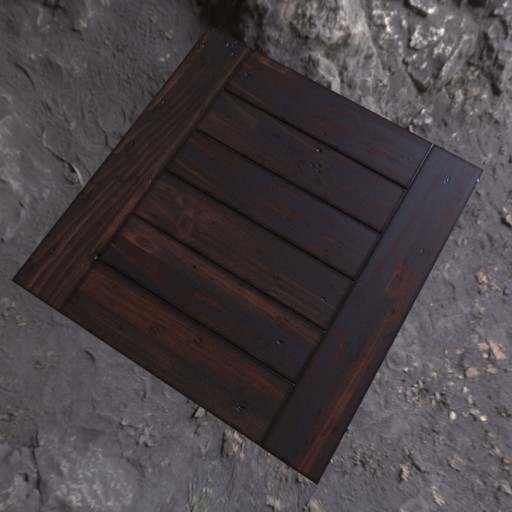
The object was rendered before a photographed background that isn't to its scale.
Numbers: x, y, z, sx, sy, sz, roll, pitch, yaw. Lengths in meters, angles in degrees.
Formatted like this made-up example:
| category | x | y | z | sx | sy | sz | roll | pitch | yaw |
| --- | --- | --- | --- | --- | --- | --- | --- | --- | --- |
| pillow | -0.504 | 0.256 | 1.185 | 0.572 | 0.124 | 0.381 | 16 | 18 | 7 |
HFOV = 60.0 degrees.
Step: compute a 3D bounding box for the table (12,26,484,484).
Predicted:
| category | x | y | z | sx | sy | sz | roll | pitch | yaw |
| --- | --- | --- | --- | --- | --- | --- | --- | --- | --- |
| table | 0.000 | 0.000 | 0.980 | 0.593 | 0.437 | 0.606 | 31 | 77 | 8 |
